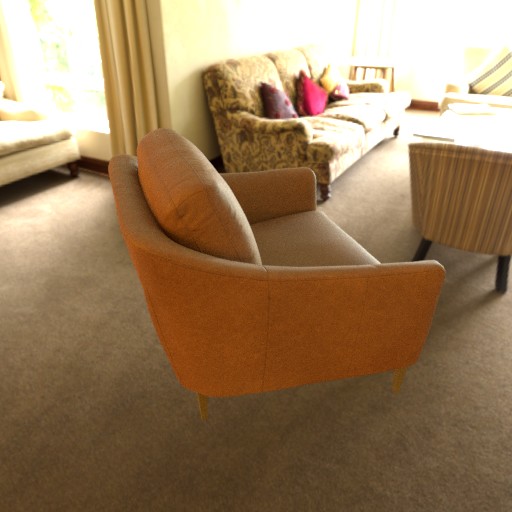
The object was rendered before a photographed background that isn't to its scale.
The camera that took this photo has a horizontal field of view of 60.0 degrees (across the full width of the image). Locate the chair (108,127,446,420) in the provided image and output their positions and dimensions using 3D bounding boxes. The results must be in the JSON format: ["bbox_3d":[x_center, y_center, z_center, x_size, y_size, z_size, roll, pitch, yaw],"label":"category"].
[{"bbox_3d":[0.000,0.000,1.711,0.963,0.895,0.988,-10,32,-17],"label":"chair"}]
